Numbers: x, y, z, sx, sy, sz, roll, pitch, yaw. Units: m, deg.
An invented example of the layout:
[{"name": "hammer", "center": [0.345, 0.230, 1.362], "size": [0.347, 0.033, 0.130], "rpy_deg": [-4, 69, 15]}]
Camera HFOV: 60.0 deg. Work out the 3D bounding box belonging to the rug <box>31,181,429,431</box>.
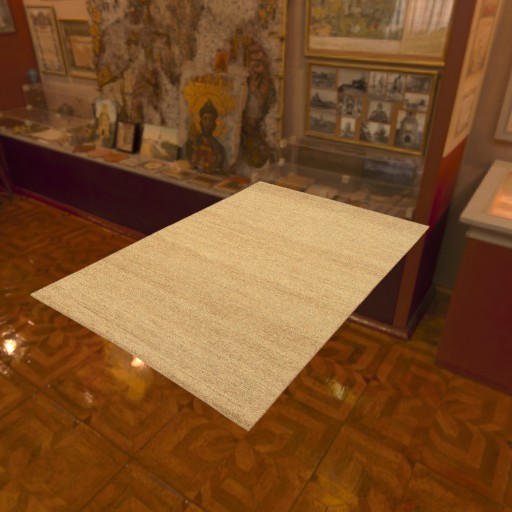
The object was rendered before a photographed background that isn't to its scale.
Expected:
[{"name": "rug", "center": [0.000, 0.000, 2.970], "size": [1.596, 0.030, 2.283], "rpy_deg": [21, 36, 31]}]
